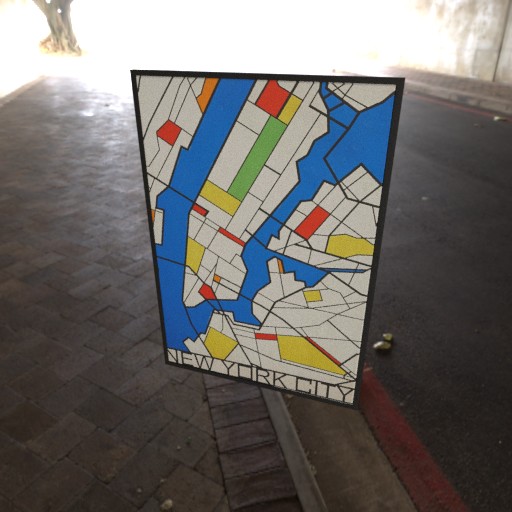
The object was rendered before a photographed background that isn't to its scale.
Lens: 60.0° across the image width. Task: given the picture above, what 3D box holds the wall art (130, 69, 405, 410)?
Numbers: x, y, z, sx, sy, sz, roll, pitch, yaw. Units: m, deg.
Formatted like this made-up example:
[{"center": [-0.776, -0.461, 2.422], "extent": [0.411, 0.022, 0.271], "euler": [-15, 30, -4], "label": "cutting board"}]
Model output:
[{"center": [0.000, 0.000, 0.858], "extent": [0.457, 0.657, 0.013], "euler": [9, 29, 16], "label": "wall art"}]
